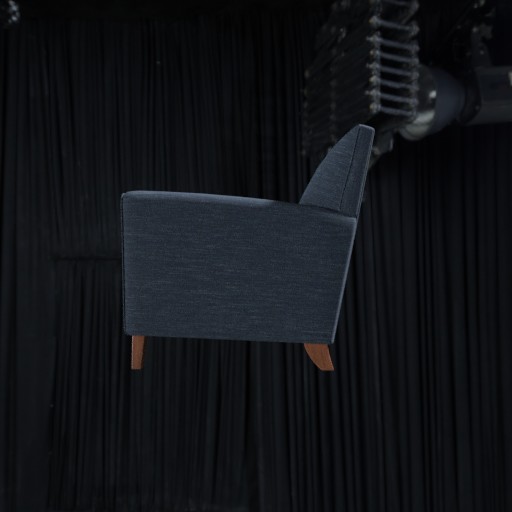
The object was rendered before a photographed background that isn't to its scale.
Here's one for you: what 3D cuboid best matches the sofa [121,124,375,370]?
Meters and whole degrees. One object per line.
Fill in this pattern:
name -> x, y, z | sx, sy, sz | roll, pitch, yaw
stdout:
sofa -> 0.000, 0.000, 2.462 | 0.875, 0.846, 1.976 | 0, -2, 2
